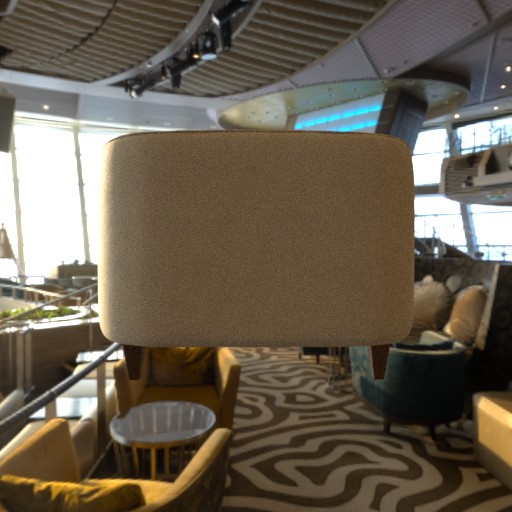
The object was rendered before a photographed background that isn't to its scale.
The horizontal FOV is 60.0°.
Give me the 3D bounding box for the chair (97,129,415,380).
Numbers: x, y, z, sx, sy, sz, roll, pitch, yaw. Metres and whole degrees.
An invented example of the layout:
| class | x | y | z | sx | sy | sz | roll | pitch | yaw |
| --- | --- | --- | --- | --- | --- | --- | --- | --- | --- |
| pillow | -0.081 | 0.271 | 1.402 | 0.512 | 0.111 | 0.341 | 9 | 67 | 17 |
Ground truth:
| class | x | y | z | sx | sy | sz | roll | pitch | yaw |
| --- | --- | --- | --- | --- | --- | --- | --- | --- | --- |
| chair | 0.000 | 0.000 | 1.780 | 1.118 | 0.787 | 0.914 | 0 | 1 | -1 |
